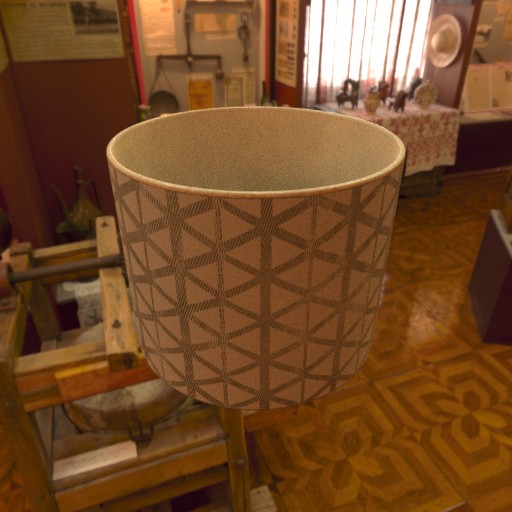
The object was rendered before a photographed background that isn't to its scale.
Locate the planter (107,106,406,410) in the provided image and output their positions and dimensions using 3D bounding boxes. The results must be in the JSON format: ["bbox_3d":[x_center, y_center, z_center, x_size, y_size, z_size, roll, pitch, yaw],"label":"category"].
[{"bbox_3d":[0.000,0.000,0.338,0.190,0.181,0.190,0,31,0],"label":"planter"}]
